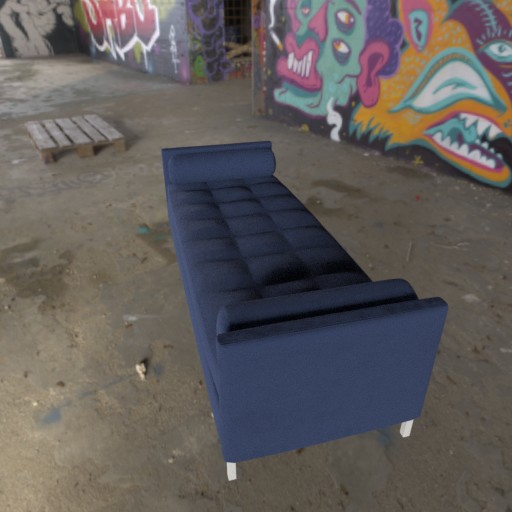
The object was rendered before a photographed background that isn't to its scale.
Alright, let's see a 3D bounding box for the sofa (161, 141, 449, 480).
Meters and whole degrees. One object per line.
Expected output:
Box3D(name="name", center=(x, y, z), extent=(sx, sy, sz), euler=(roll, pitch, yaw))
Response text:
Box3D(name="sofa", center=(0.000, 0.000, 2.388), extent=(0.797, 0.657, 2.102), euler=(-8, 31, -13))
